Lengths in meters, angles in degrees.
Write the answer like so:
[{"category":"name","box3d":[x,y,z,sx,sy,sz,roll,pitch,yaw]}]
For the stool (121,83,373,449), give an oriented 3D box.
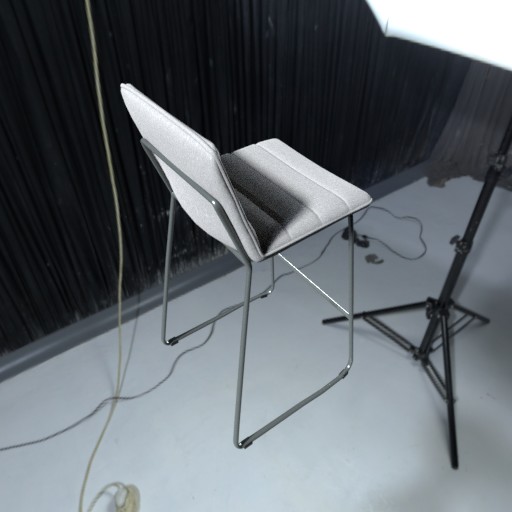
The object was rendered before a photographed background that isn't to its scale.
[{"category":"stool","box3d":[0.000,0.000,1.247,0.490,0.960,0.490,-25,47,-26]}]
